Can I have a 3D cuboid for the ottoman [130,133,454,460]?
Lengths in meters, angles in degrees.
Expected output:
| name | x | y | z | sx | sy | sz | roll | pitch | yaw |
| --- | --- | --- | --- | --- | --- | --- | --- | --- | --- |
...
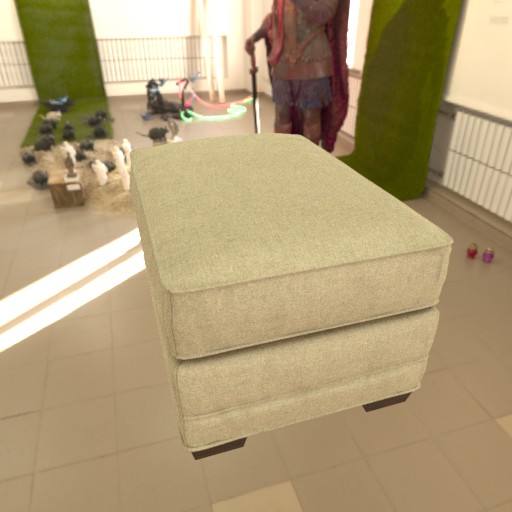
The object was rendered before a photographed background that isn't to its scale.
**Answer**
| name | x | y | z | sx | sy | sz | roll | pitch | yaw |
| --- | --- | --- | --- | --- | --- | --- | --- | --- | --- |
| ottoman | 0.000 | 0.000 | 1.236 | 0.611 | 0.508 | 0.848 | -9 | 32 | -15 |
